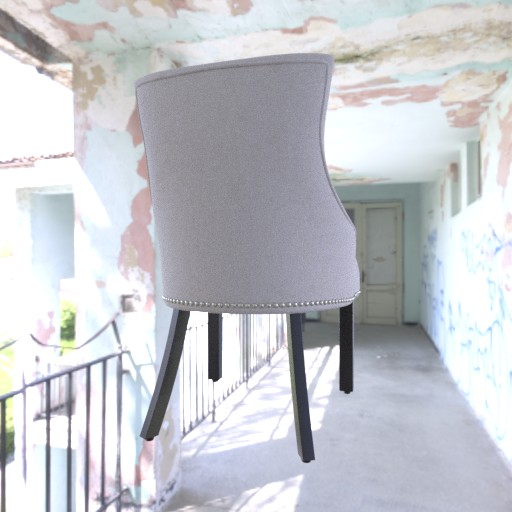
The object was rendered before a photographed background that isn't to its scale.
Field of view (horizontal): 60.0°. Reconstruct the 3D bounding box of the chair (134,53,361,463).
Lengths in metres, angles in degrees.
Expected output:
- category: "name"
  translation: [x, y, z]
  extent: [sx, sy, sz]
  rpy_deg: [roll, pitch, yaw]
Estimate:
- category: "chair"
  translation: [0.000, 0.000, 1.290]
  extent: [0.566, 0.909, 0.629]
  rpy_deg: [0, 0, 17]
